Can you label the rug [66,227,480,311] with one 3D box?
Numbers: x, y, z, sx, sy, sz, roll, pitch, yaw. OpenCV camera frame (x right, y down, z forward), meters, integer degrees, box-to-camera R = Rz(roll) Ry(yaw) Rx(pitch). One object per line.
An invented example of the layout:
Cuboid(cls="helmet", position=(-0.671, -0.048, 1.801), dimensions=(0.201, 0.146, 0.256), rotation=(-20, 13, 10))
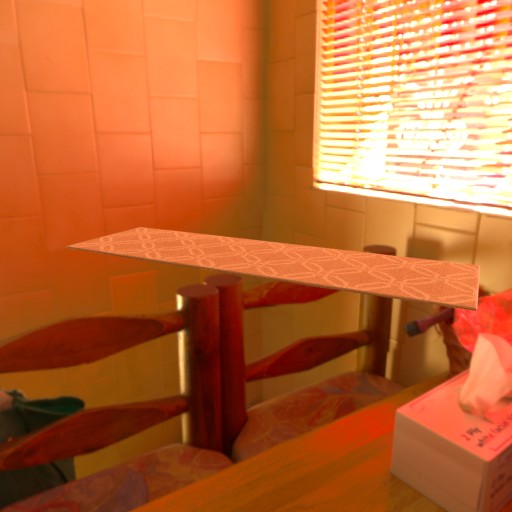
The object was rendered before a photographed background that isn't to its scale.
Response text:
Cuboid(cls="rug", position=(0.000, 0.000, 2.517), dimensions=(2.276, 0.014, 0.678), rotation=(7, 17, 26))
